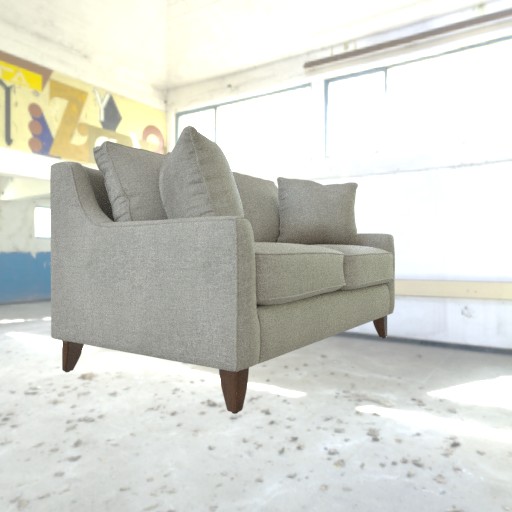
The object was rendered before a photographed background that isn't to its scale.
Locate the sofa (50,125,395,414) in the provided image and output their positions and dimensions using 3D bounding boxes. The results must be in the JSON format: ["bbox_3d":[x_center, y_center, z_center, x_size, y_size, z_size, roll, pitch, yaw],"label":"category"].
[{"bbox_3d":[0.000,0.000,1.976,0.915,0.863,1.422,0,1,34],"label":"sofa"}]
